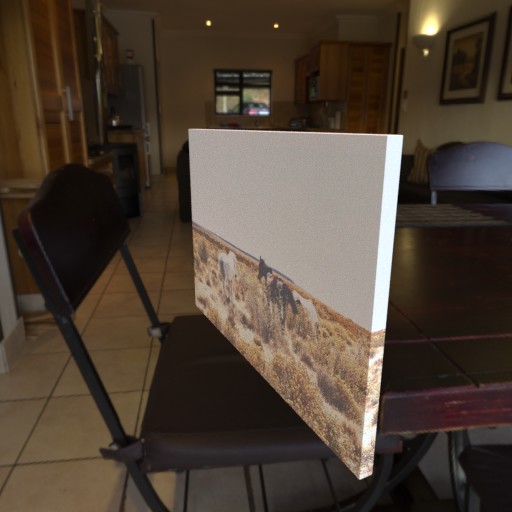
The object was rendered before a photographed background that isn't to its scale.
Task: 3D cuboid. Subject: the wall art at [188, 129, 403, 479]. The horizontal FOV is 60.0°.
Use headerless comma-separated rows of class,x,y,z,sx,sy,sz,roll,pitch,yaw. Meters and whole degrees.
wall art,0.000,0.000,1.871,0.051,1.016,1.520,-8,18,-25
